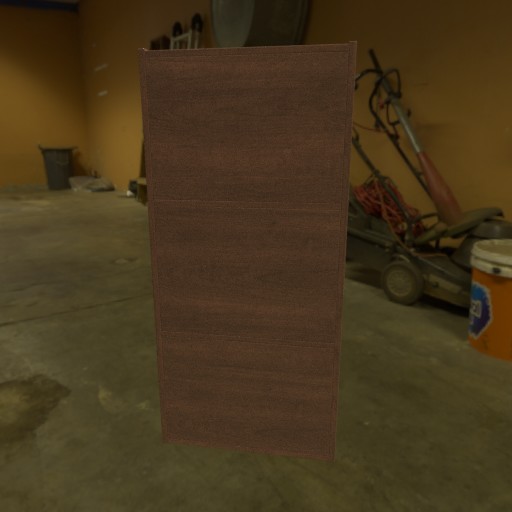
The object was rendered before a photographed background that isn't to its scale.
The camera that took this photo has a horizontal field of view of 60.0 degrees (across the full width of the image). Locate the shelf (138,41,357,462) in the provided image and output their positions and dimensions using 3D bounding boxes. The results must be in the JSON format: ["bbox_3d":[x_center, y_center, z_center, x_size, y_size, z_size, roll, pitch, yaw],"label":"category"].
[{"bbox_3d":[0.000,0.000,1.067,0.414,0.879,0.290,2,15,9],"label":"shelf"}]
